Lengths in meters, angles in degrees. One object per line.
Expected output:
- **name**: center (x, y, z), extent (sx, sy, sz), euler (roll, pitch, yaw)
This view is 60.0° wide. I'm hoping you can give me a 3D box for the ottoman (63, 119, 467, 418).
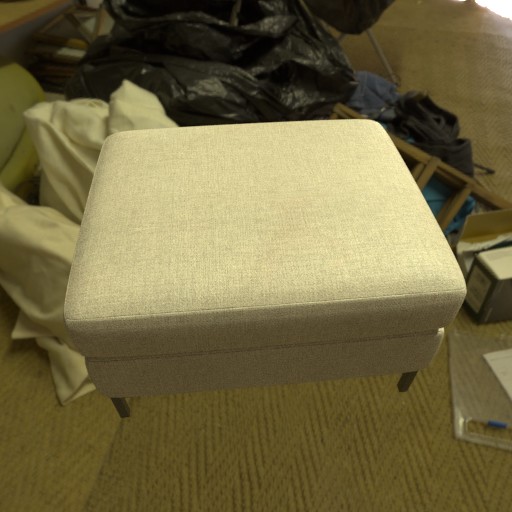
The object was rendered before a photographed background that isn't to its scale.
- **ottoman**: center (0.000, 0.000, 1.198), extent (0.820, 0.490, 0.671), euler (-4, 47, -4)
